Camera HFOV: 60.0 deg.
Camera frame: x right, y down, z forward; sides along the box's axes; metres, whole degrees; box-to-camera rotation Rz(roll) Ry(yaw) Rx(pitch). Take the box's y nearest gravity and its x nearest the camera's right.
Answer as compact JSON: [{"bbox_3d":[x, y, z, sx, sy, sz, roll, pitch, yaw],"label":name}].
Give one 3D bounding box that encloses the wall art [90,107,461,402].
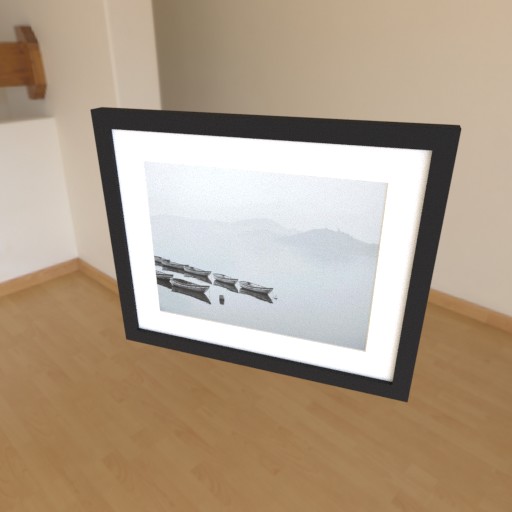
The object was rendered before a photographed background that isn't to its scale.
[{"bbox_3d":[0.000,0.000,0.748,0.554,0.454,0.030,8,27,17],"label":"wall art"}]
